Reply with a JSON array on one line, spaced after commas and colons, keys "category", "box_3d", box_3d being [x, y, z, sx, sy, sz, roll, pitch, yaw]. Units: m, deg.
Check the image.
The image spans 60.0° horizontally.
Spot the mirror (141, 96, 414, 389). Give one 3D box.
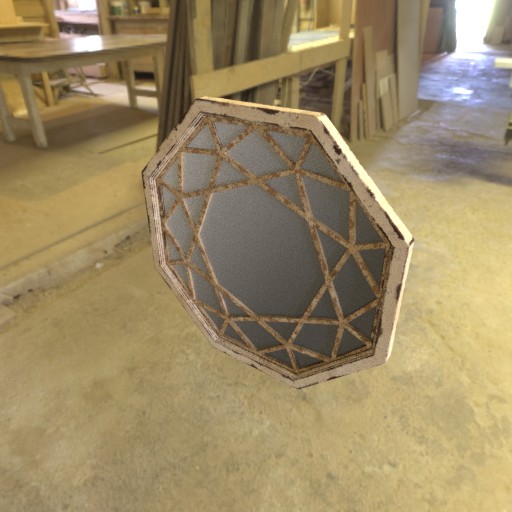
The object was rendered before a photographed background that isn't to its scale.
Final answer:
[{"category": "mirror", "box_3d": [0.000, 0.000, 0.985, 0.648, 0.648, 0.031, 19, 36, 29]}]
